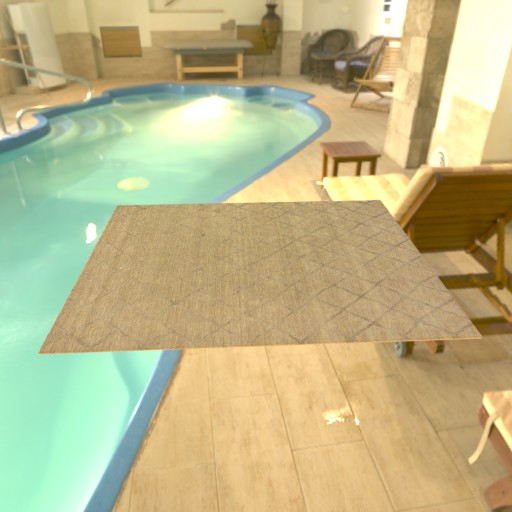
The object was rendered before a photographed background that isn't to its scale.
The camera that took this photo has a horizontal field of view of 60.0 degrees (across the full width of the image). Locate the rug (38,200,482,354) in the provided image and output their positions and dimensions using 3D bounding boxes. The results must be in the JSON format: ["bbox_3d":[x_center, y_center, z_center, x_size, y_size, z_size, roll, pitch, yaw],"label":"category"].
[{"bbox_3d":[0.000,0.000,4.065,3.038,0.019,2.420,-2,30,-3],"label":"rug"}]
